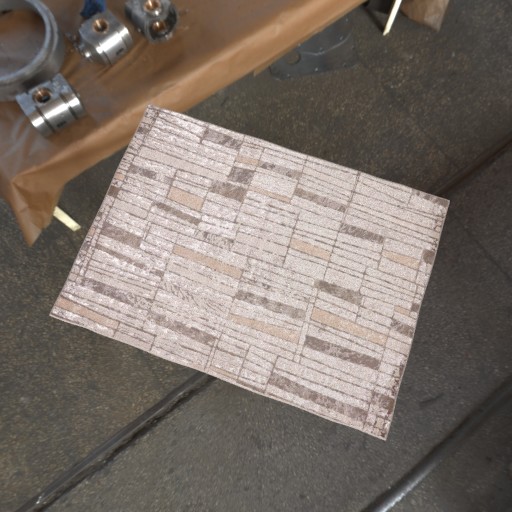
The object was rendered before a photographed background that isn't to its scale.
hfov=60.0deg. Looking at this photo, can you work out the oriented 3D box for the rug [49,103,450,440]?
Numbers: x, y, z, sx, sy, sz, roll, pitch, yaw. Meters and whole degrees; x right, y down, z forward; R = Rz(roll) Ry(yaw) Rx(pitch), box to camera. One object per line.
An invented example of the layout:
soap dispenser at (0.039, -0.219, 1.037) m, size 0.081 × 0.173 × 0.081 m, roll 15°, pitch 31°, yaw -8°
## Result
rug at (0.000, 0.000, 4.399) m, size 3.357 × 0.019 × 2.449 m, roll 19°, pitch 77°, yaw 5°
